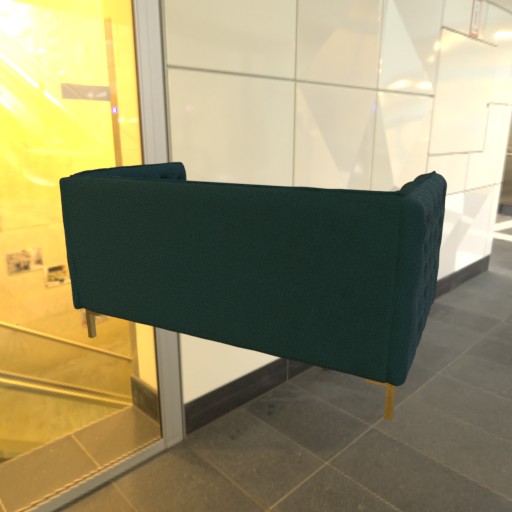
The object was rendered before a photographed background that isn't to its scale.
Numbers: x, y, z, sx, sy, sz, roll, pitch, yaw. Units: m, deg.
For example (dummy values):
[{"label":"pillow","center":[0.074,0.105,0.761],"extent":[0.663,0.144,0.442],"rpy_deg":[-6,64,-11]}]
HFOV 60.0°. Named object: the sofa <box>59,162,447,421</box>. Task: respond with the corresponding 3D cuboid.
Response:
[{"label":"sofa","center":[0.000,0.000,2.122],"extent":[1.583,0.810,0.909],"rpy_deg":[8,17,26]}]
